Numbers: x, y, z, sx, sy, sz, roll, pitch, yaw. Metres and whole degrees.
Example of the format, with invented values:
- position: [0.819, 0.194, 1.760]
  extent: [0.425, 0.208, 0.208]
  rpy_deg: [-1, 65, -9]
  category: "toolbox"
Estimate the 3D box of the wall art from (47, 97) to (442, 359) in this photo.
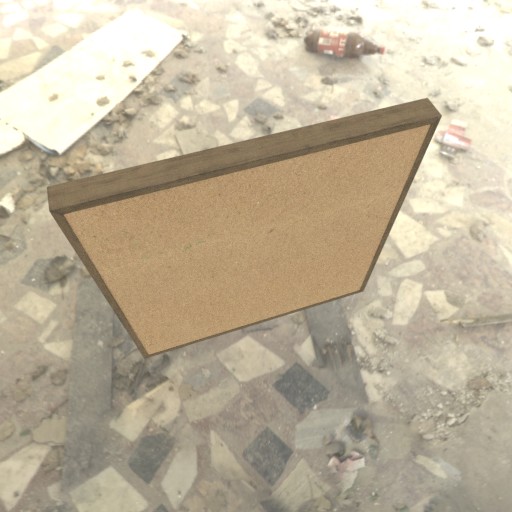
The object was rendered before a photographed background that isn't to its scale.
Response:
- position: [0.000, 0.000, 0.771]
  extent: [0.508, 0.508, 0.038]
  rpy_deg: [-16, 59, -10]
  category: "wall art"
